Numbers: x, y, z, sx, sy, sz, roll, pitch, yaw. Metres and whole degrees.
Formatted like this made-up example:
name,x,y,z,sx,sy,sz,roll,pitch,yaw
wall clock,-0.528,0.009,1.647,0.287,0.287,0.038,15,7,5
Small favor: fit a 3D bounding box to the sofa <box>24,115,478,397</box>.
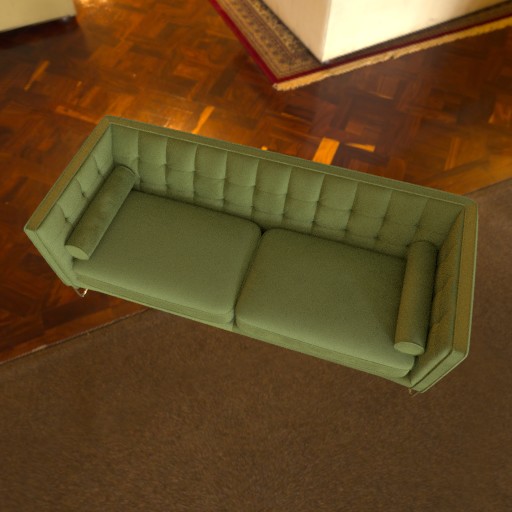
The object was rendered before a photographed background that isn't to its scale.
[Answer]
name,x,y,z,sx,sy,sz,roll,pitch,yaw
sofa,0.000,0.000,2.463,2.087,0.789,0.867,15,60,9
